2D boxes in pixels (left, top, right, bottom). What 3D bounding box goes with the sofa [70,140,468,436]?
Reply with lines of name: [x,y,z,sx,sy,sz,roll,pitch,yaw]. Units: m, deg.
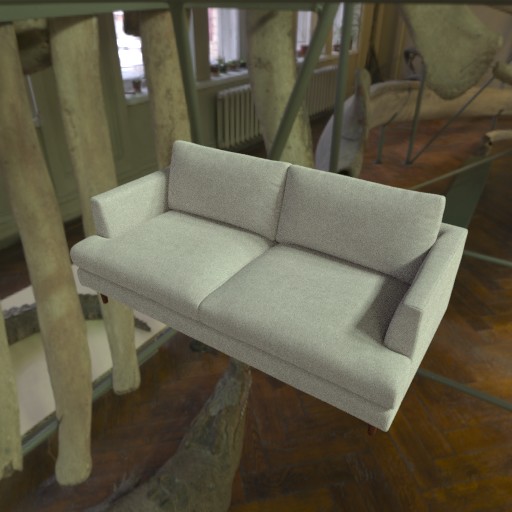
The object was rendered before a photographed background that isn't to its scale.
sofa: [0.000,0.000,2.460,1.948,0.868,1.020,19,35,28]
